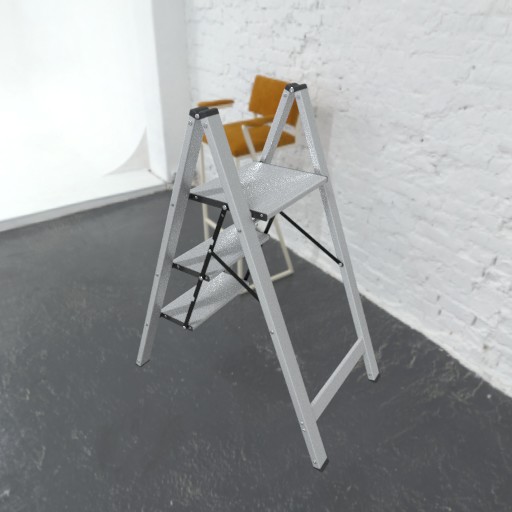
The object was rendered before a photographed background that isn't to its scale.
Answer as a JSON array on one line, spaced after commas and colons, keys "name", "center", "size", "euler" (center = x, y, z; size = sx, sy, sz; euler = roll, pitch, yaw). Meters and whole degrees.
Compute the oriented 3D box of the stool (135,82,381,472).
[{"name": "stool", "center": [0.000, 0.000, 1.301], "size": [0.730, 0.902, 0.441], "euler": [19, 35, 29]}]
